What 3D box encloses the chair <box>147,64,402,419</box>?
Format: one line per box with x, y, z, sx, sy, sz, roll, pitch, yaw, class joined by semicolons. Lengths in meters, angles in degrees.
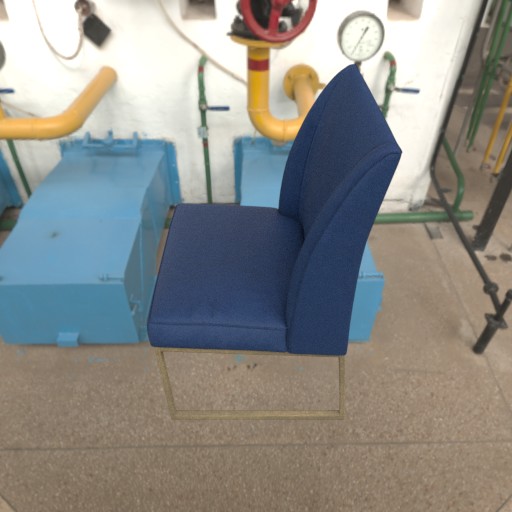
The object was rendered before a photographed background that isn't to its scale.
0.000;0.000;1.201;0.522;0.863;0.508;0;41;0;chair
